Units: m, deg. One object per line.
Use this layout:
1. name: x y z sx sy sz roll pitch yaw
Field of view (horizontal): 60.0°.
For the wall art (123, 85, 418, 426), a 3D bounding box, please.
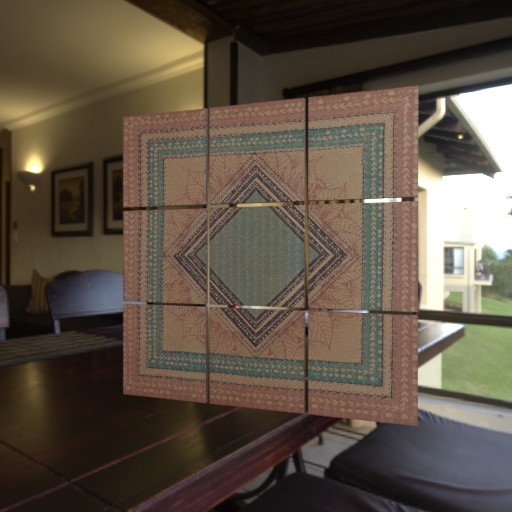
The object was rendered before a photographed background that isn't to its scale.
1. wall art: 0.000 0.000 1.332 0.915 0.914 0.013 0 0 17
